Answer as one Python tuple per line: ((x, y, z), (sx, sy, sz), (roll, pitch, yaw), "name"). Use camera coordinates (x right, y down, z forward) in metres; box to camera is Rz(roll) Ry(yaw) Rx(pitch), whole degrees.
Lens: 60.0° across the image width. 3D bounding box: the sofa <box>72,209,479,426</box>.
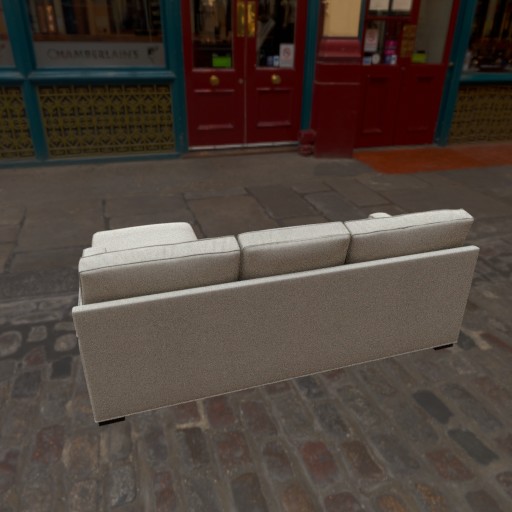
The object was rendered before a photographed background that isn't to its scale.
((0.000, 0.000, 2.859), (2.087, 0.861, 1.496), (-8, 27, -16), "sofa")
